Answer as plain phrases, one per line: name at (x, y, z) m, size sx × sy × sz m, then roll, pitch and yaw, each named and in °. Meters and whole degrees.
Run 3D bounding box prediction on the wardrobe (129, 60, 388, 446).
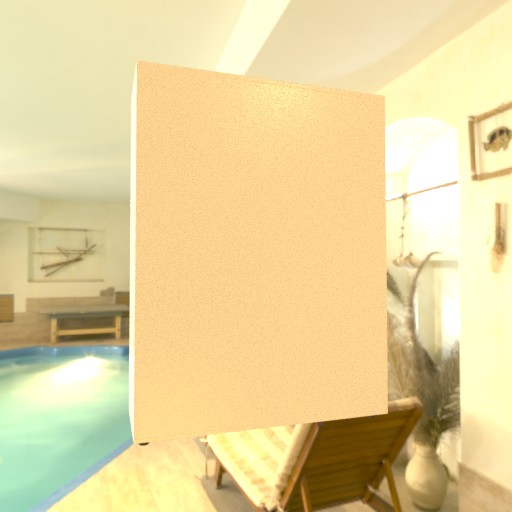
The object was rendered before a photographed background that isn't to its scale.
wardrobe at (0.000, 0.000, 1.671) m, size 0.900 × 1.200 × 0.360 m, roll 1°, pitch -2°, yaw -18°
